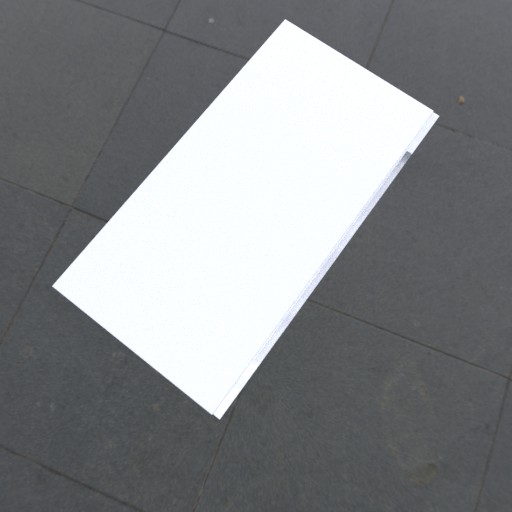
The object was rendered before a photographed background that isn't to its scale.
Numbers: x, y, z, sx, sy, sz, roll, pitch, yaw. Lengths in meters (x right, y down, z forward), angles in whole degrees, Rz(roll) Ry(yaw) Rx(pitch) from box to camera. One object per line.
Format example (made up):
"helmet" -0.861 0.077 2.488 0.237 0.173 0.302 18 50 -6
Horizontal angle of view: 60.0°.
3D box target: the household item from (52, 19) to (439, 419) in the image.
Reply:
"household item" 0.000 0.000 1.415 0.420 1.010 0.790 36 78 9
